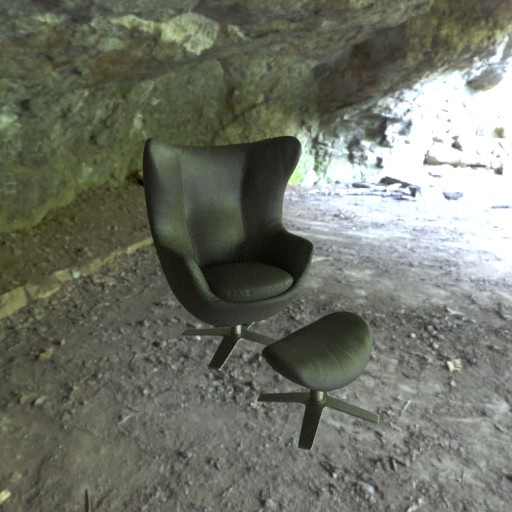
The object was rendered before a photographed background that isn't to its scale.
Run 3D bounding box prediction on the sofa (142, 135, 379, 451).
[{"bbox_3d":[0.000,0.000,2.208,0.894,1.135,1.444,-8,18,-26],"label":"sofa"}]
